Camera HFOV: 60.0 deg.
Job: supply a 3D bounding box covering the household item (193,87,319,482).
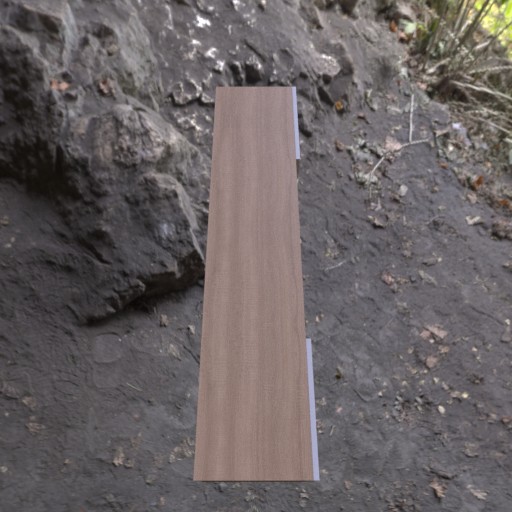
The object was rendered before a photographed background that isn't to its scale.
[{"bbox_3d":[0.000,0.000,2.041,0.420,0.310,1.850,0,62,0],"label":"household item"}]
